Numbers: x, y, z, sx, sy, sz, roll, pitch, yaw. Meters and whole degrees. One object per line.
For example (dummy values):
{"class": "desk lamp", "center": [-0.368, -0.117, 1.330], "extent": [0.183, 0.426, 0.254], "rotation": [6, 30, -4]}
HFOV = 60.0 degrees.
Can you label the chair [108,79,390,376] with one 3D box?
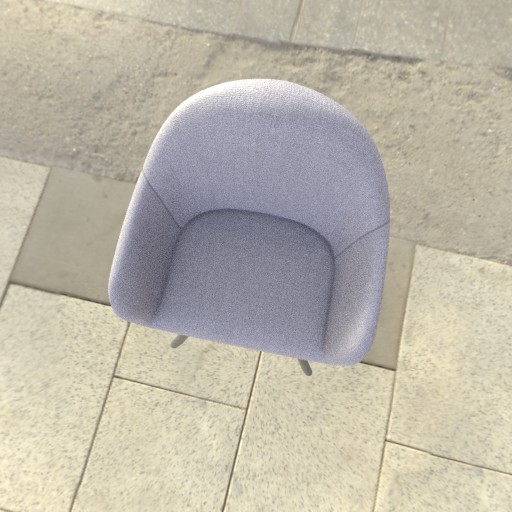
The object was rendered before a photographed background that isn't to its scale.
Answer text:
{"class": "chair", "center": [0.000, 0.000, 1.196], "extent": [0.590, 0.795, 0.550], "rotation": [11, 76, 3]}
